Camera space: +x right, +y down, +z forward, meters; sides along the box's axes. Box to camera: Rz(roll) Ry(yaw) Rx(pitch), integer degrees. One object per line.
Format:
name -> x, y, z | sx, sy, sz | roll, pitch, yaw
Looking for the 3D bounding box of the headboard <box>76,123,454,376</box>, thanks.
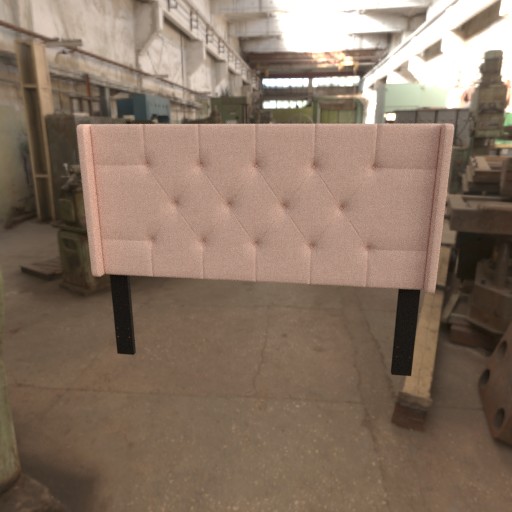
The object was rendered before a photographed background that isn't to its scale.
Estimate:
headboard -> 0.000, 0.000, 2.669 | 2.051, 1.524, 0.184 | 2, 16, 8
